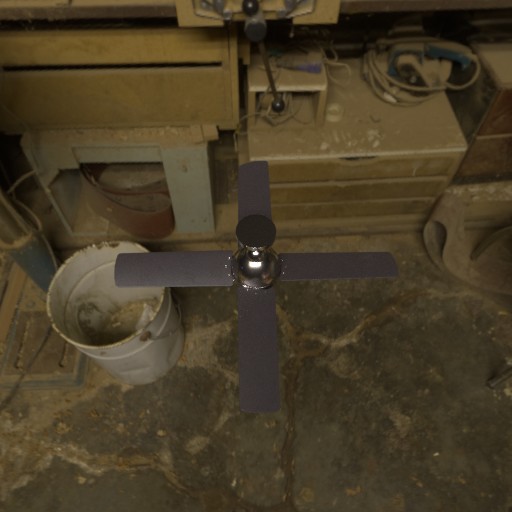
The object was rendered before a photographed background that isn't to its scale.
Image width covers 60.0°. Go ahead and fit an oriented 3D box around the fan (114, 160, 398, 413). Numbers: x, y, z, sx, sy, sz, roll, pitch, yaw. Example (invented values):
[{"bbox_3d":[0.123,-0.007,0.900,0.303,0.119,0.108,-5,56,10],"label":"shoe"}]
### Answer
[{"bbox_3d":[0.000,0.000,2.011,1.332,0.403,1.332,-1,59,-1],"label":"fan"}]
